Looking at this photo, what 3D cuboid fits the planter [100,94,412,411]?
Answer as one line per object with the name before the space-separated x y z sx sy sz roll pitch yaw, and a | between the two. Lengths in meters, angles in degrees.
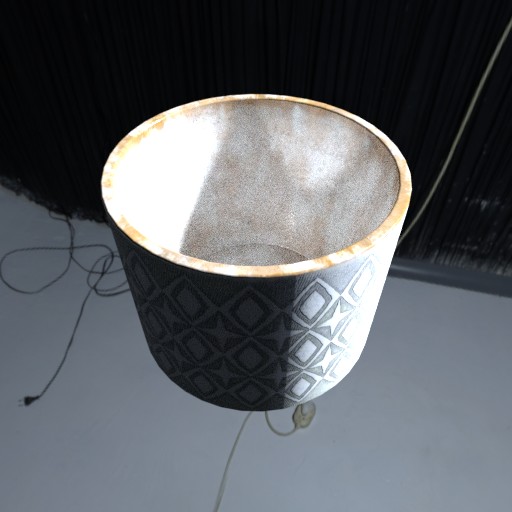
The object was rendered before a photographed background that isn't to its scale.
planter | 0.000 0.000 0.451 0.255 0.223 0.255 0 46 0
